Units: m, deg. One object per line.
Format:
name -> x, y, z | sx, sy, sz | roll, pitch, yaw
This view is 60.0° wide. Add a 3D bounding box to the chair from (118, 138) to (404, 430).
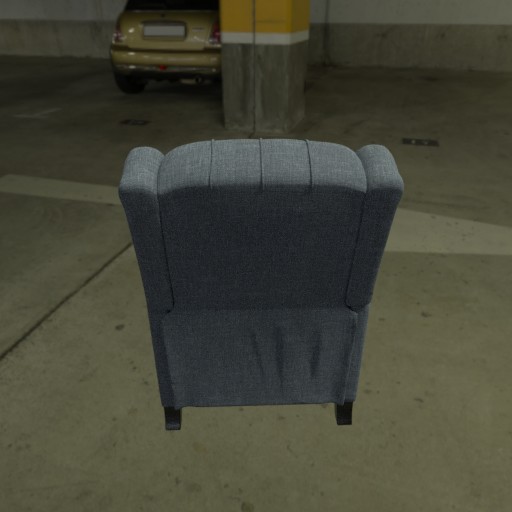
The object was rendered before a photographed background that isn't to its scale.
chair -> 0.000, 0.000, 1.624 | 0.742, 1.035, 0.898 | -1, 30, -2
